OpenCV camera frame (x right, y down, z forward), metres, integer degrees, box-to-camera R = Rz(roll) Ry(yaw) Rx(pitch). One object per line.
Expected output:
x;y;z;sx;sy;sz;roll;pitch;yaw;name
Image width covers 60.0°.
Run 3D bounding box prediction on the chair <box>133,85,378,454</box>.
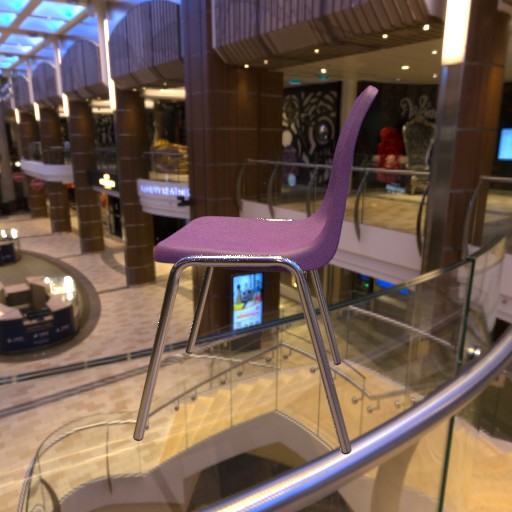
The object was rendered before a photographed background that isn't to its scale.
0.000;0.000;0.923;0.432;0.654;0.381;2;15;7;chair
